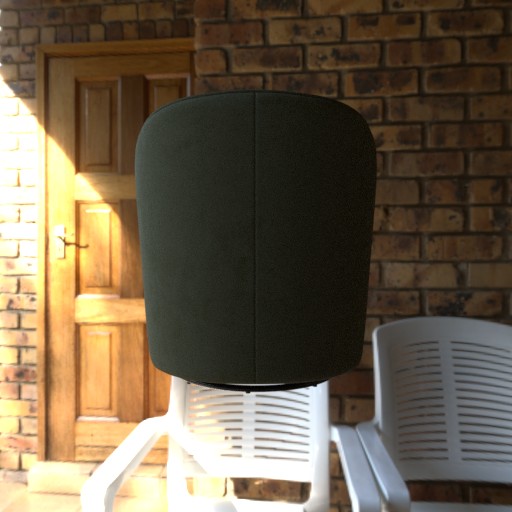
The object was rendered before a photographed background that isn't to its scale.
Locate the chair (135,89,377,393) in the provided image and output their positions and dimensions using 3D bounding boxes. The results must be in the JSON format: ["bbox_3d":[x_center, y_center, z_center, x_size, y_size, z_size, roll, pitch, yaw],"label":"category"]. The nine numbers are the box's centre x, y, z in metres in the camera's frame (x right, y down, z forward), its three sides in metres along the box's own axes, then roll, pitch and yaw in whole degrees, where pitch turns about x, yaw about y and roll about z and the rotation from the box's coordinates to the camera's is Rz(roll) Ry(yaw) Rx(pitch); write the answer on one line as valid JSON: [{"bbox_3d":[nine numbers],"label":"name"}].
[{"bbox_3d":[0.000,0.000,1.477,0.747,0.799,0.875,0,0,0],"label":"chair"}]
